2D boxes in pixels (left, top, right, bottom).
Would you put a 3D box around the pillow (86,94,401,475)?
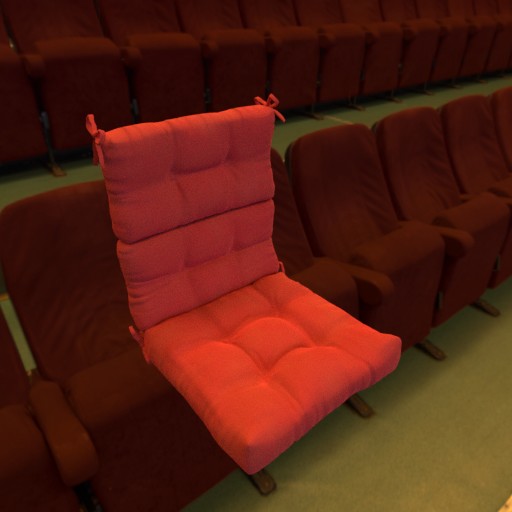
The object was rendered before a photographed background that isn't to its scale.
[{"bbox_3d":[0.000,0.000,1.012,0.519,0.605,0.571,-22,37,-33],"label":"pillow"}]
